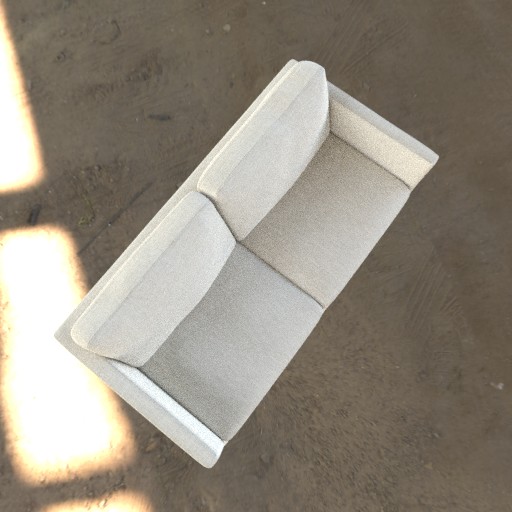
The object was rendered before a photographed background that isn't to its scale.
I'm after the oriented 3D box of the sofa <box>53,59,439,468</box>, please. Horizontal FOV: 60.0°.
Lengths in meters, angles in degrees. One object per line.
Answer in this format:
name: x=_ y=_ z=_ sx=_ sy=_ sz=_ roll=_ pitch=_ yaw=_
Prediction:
sofa: x=0.000 y=0.000 z=2.360 sx=0.950 sy=0.963 sz=1.838 roll=37 pitch=79 yaw=8
